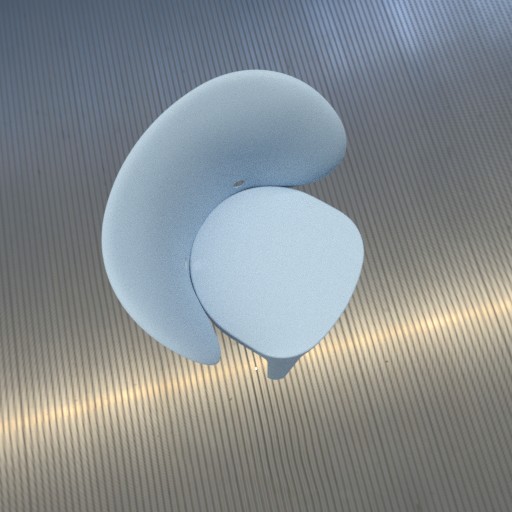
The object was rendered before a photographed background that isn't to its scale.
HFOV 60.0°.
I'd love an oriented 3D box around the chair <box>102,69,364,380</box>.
[{"bbox_3d":[0.000,0.000,0.881,0.402,0.554,0.451,30,78,7],"label":"chair"}]
